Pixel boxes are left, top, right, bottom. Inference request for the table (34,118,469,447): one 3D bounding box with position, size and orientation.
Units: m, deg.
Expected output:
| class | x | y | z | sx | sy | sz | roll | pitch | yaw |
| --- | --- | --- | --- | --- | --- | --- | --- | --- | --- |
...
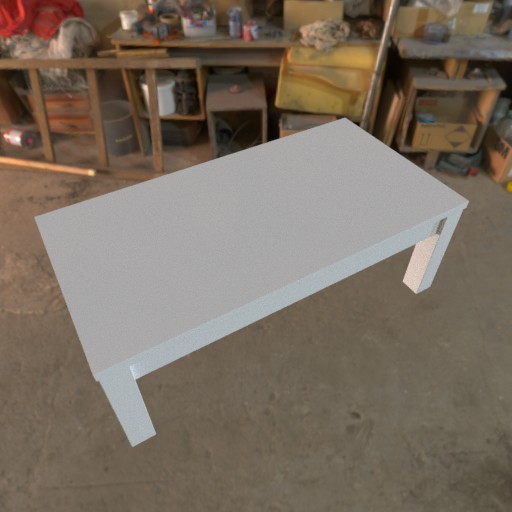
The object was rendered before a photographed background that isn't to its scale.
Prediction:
| class | x | y | z | sx | sy | sz | roll | pitch | yaw |
| --- | --- | --- | --- | --- | --- | --- | --- | --- | --- |
| table | 0.000 | 0.000 | 1.714 | 1.350 | 0.470 | 0.700 | -23 | 50 | -21 |
